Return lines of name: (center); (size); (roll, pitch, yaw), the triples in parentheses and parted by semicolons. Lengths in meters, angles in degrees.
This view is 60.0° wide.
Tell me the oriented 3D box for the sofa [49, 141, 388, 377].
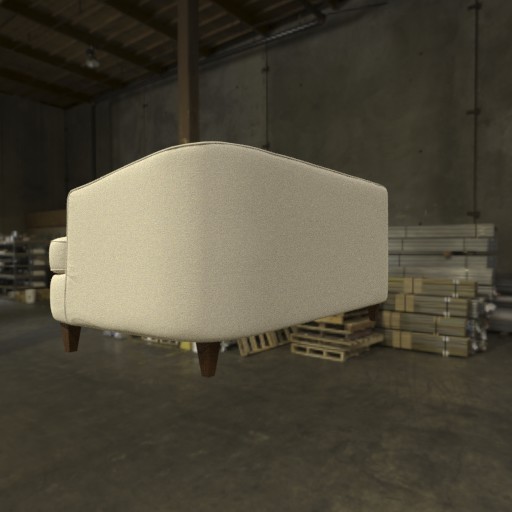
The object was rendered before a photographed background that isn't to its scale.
sofa: (0.000, 0.000, 2.272); (0.941, 0.855, 1.733); (1, 1, 37)
